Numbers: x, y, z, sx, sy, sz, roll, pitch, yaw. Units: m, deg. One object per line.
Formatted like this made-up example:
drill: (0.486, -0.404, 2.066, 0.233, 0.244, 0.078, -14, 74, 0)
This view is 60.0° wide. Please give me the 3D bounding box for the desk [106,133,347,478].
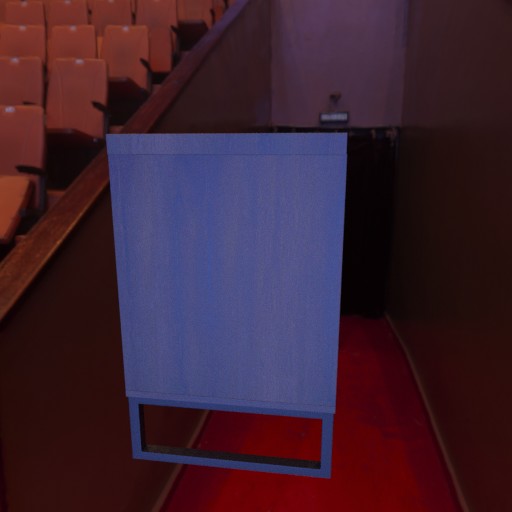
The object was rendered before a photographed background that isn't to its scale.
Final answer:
desk: (0.000, 0.000, 1.486, 0.511, 0.752, 1.134, 2, 14, 8)
